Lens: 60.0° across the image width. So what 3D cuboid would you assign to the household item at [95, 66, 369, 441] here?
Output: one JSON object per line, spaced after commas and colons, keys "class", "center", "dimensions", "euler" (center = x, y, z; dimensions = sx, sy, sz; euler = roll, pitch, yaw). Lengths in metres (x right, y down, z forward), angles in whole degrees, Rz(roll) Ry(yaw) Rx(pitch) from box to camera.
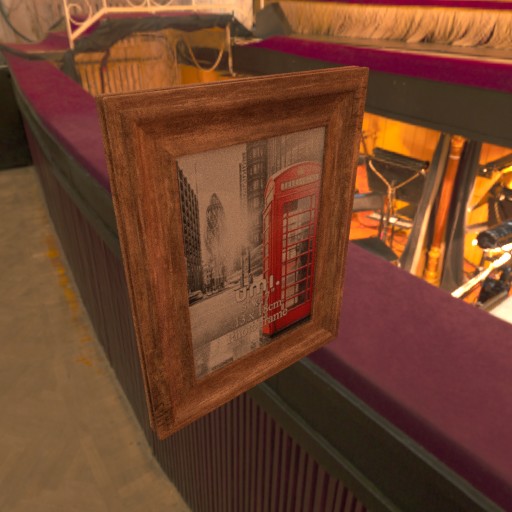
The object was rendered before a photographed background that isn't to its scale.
{"class": "household item", "center": [0.000, 0.000, 0.316], "dimensions": [0.186, 0.237, 0.018], "euler": [-21, 36, -32]}
